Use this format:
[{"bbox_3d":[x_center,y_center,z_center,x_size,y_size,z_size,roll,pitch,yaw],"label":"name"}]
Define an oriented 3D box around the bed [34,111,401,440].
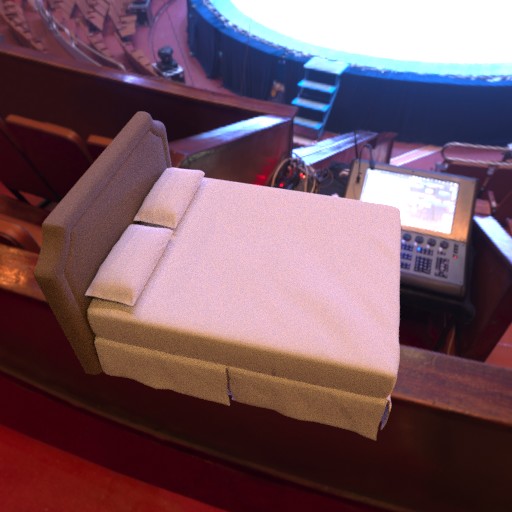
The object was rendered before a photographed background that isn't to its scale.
[{"bbox_3d":[0.000,0.000,3.114,2.116,1.290,1.693,10,47,9],"label":"bed"}]
